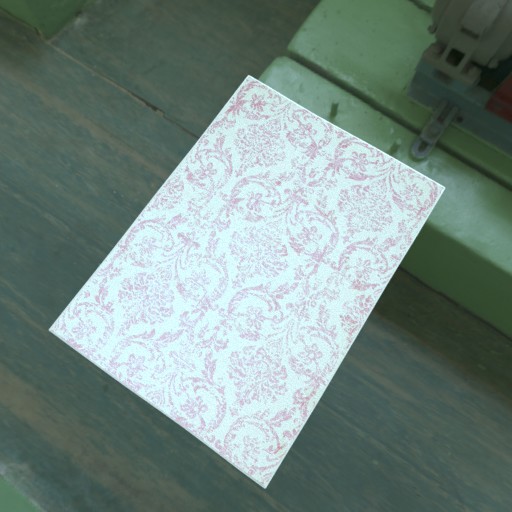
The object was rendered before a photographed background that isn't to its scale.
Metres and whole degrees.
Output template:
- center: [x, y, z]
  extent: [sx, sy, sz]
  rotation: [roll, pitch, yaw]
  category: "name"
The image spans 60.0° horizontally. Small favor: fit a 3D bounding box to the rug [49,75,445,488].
- center: [0.000, 0.000, 2.848]
  extent: [1.598, 0.014, 2.202]
  rotation: [33, 77, 8]
  category: "rug"
